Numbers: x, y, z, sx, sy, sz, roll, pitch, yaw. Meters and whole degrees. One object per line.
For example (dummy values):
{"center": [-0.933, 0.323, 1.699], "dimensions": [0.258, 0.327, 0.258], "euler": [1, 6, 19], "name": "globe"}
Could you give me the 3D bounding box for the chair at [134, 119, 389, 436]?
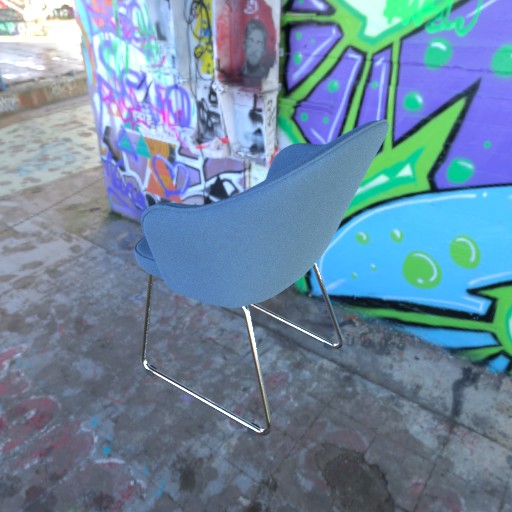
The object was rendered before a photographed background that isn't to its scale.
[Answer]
{"center": [0.000, 0.000, 1.232], "dimensions": [0.585, 0.815, 0.570], "euler": [21, 37, 31], "name": "chair"}
